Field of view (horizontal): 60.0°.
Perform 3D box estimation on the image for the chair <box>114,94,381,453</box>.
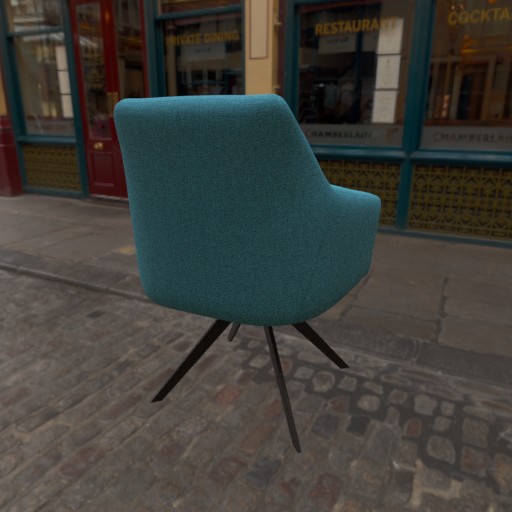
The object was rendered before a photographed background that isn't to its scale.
[{"bbox_3d":[0.000,0.000,1.331,0.642,0.874,0.677,8,18,26],"label":"chair"}]
